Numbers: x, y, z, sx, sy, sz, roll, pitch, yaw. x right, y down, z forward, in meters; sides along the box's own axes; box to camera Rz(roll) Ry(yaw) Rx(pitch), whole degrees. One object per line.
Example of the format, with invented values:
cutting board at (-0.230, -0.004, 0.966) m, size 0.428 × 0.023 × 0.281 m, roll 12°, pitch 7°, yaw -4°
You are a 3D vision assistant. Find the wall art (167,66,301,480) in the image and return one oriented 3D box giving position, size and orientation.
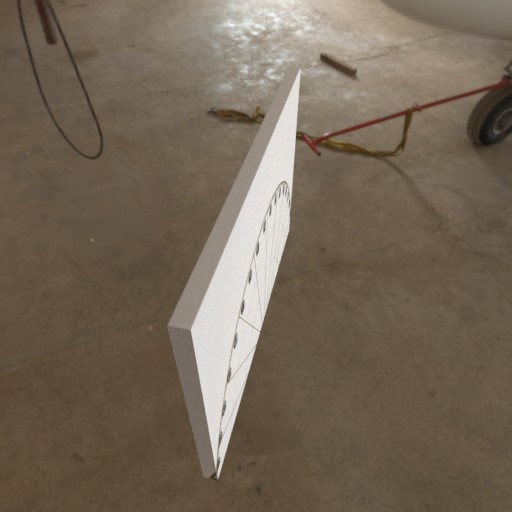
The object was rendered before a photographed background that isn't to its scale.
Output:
wall art at (0.000, 0.000, 1.129) m, size 0.038 × 0.601 × 0.898 m, roll 10°, pitch 46°, yaw 10°
